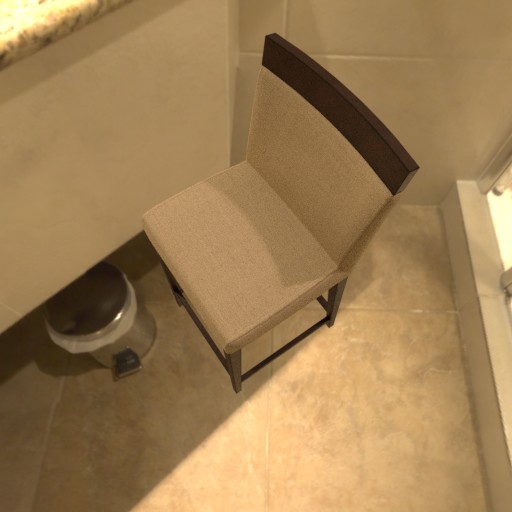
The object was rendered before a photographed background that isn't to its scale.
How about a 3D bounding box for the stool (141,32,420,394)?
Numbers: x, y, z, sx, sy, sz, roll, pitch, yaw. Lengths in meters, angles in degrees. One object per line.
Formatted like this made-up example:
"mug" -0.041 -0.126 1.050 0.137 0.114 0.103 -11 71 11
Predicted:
"stool" 0.000 0.000 1.438 0.531 1.117 0.511 -32 68 -15
